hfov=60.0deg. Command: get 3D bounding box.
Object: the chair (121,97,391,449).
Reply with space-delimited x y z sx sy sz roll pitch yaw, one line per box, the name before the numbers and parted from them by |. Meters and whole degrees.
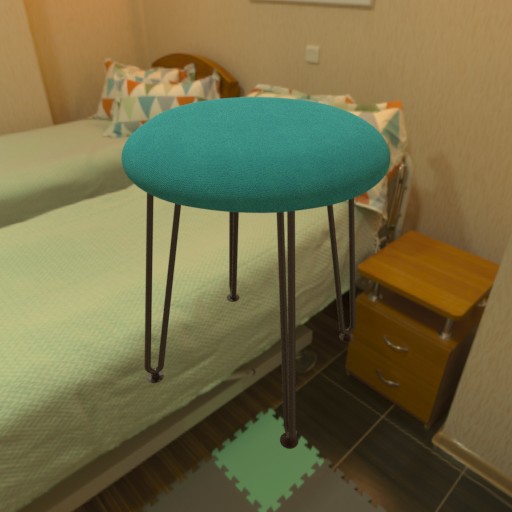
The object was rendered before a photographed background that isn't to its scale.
chair | 0.000 0.000 0.687 0.350 0.430 0.350 9 33 15
